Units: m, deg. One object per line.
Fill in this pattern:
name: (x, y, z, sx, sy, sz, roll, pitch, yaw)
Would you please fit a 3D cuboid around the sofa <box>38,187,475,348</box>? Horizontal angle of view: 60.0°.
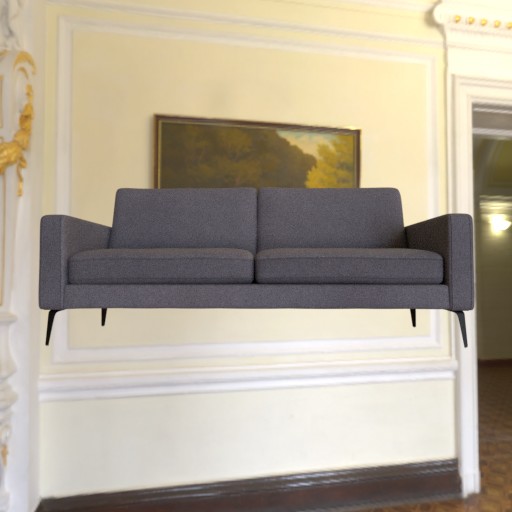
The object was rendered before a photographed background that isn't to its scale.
sofa: (0.000, 0.000, 2.327, 1.925, 0.828, 0.774, 0, -2, 1)
